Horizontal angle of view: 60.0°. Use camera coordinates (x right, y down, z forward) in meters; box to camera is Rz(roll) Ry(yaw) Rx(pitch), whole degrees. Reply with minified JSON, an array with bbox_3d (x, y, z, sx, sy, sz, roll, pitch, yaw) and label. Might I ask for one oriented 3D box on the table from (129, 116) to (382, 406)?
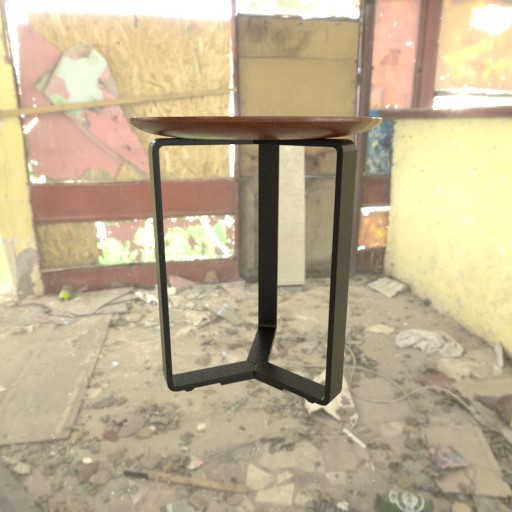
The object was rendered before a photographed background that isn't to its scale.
[{"bbox_3d":[0.000,0.000,0.758,0.380,0.450,0.410,3,17,9],"label":"table"}]
